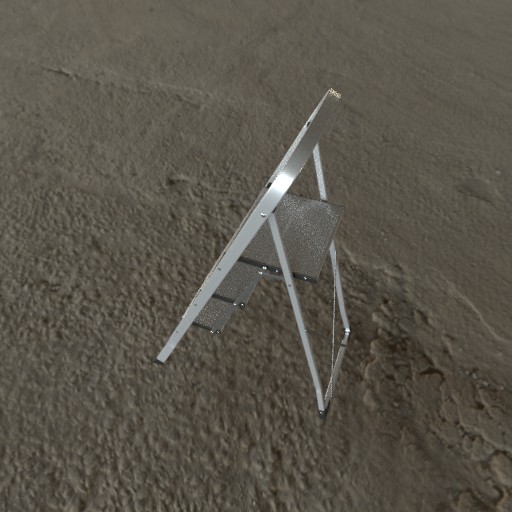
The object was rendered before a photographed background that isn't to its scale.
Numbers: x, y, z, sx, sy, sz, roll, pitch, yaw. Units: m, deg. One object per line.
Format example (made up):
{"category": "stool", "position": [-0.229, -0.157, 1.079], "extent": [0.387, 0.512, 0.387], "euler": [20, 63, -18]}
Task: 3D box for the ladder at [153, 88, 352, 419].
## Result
{"category": "ladder", "position": [0.000, 0.000, 1.429], "extent": [0.704, 1.070, 0.465], "euler": [16, 50, 14]}
